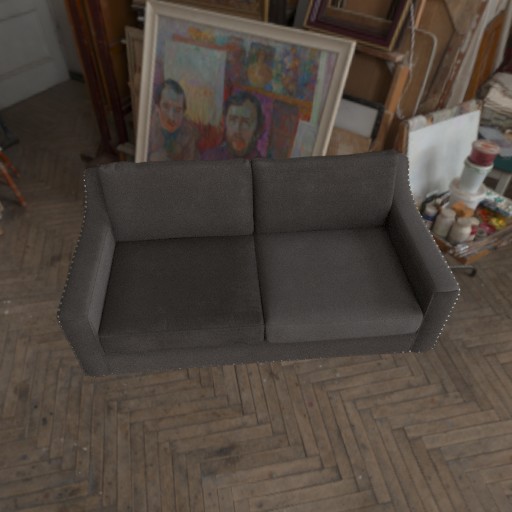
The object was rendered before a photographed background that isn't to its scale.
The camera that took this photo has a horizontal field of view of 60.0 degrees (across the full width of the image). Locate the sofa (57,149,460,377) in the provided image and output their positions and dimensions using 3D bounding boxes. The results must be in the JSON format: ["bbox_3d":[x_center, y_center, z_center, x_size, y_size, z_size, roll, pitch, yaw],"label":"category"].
[{"bbox_3d":[0.000,0.000,3.313,2.550,1.196,1.336,-3,45,-3],"label":"sofa"}]
